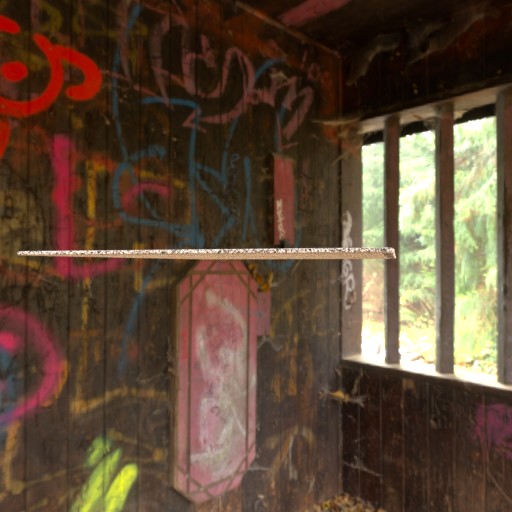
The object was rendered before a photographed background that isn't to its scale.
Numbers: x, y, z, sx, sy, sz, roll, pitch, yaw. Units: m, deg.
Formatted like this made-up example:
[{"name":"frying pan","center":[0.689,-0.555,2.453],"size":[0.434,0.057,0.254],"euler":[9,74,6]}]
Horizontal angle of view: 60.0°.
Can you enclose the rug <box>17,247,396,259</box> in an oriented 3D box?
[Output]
[{"name":"rug","center":[0.000,0.000,4.065],"size":[2.438,0.029,3.047],"euler":[0,-1,18]}]
